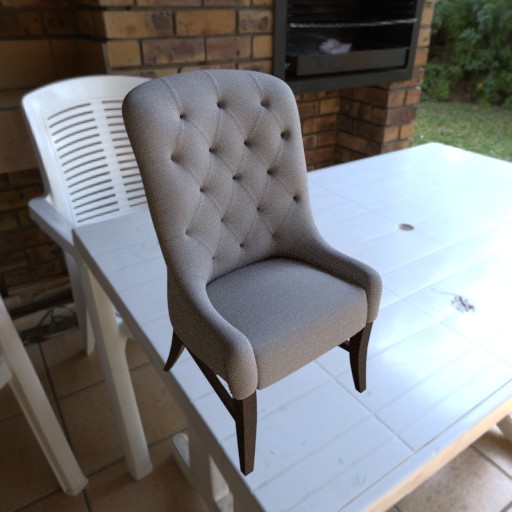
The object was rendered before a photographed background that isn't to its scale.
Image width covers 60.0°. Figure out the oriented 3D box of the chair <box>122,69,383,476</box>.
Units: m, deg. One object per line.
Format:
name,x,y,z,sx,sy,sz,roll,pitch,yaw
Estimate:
chair,0.000,0.000,1.467,0.634,1.091,0.629,-21,36,-33
